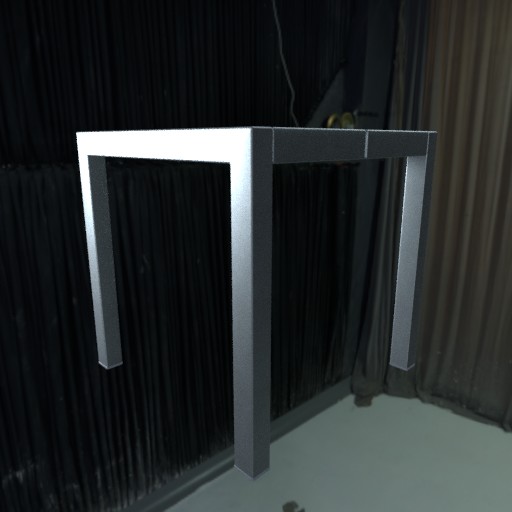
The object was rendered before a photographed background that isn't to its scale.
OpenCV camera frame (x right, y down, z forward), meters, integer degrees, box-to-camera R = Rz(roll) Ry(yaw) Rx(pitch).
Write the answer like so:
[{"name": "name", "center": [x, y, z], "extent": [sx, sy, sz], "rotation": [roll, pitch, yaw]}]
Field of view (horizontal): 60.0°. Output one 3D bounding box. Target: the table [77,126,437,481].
[{"name": "table", "center": [0.000, 0.000, 0.941], "extent": [0.508, 0.508, 0.508], "rotation": [-14, 20, -42]}]
